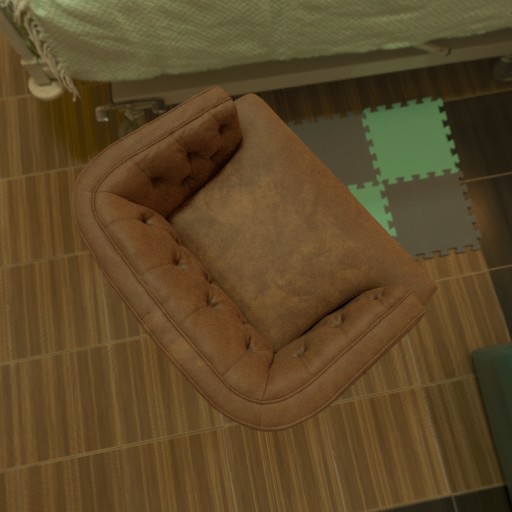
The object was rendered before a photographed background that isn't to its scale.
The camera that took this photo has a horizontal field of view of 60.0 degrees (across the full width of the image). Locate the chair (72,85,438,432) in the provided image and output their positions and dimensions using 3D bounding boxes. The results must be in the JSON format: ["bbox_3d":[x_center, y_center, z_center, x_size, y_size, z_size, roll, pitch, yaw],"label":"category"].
[{"bbox_3d":[0.000,0.000,1.739,0.911,0.836,1.119,-39,79,-9],"label":"chair"}]
